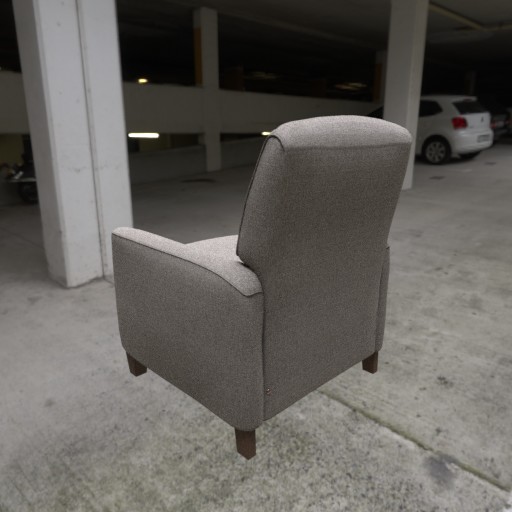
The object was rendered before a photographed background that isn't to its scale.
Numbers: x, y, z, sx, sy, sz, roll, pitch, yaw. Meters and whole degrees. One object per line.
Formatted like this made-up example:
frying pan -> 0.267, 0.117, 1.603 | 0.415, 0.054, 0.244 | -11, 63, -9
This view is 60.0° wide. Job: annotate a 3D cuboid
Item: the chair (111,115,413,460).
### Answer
chair -> 0.000, 0.000, 1.705 | 0.848, 1.014, 0.864 | -15, 22, -42
